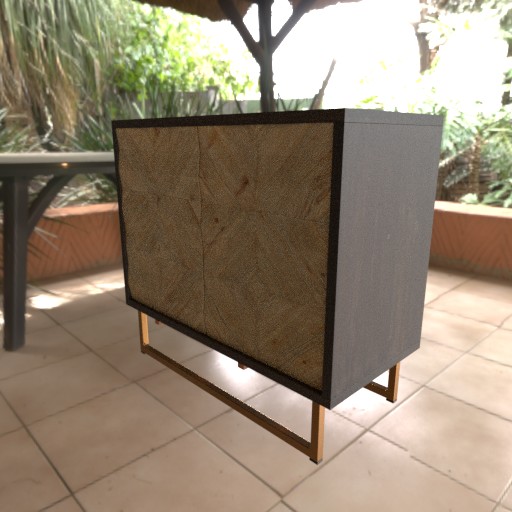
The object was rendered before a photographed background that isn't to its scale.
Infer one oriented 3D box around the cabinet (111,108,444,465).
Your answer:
[{"bbox_3d":[0.000,0.000,1.448,0.451,0.860,0.950,-14,21,-43],"label":"cabinet"}]
